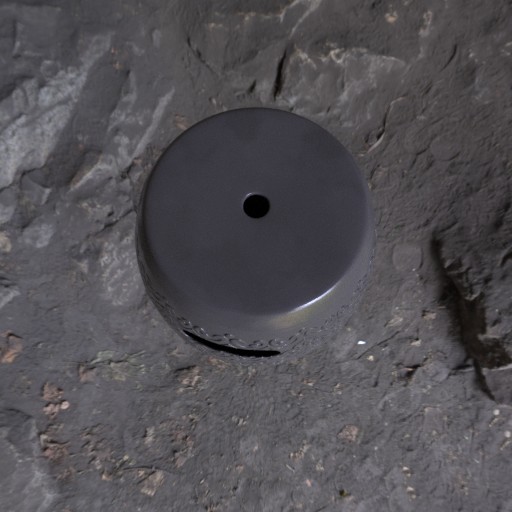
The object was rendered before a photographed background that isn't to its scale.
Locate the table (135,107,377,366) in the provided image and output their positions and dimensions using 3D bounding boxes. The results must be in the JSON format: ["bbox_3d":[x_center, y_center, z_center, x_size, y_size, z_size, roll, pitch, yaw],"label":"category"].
[{"bbox_3d":[0.000,0.000,0.640,0.309,0.397,0.309,0,75,0],"label":"table"}]
